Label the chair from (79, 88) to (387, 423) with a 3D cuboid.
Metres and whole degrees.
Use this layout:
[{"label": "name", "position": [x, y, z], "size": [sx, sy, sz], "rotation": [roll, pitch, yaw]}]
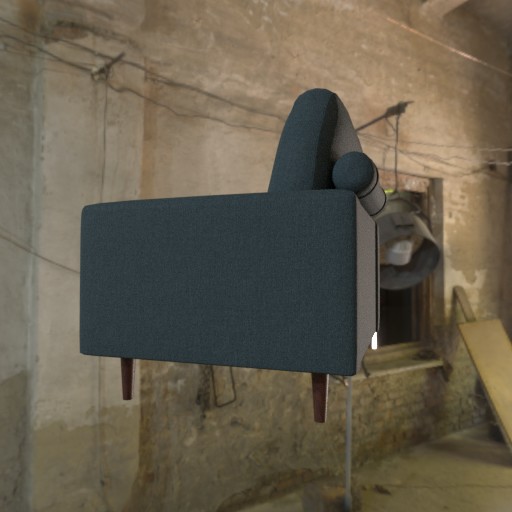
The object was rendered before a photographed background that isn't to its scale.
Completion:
[{"label": "chair", "position": [0.000, 0.000, 1.517], "size": [0.843, 0.880, 0.821], "rotation": [0, -1, 19]}]
